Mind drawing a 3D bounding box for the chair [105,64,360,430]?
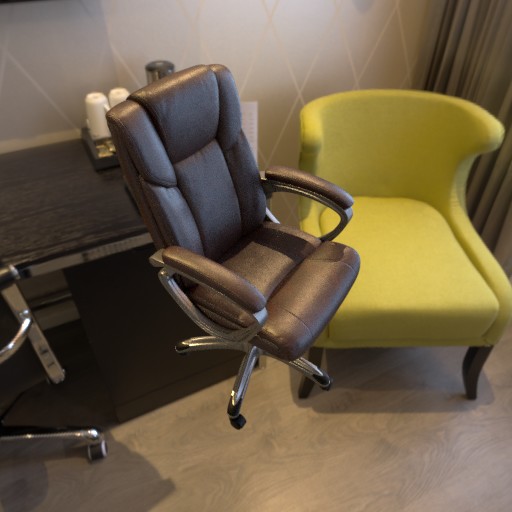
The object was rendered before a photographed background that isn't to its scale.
[{"bbox_3d":[0.000,0.000,1.551,0.692,1.128,0.656,23,45,24],"label":"chair"}]
